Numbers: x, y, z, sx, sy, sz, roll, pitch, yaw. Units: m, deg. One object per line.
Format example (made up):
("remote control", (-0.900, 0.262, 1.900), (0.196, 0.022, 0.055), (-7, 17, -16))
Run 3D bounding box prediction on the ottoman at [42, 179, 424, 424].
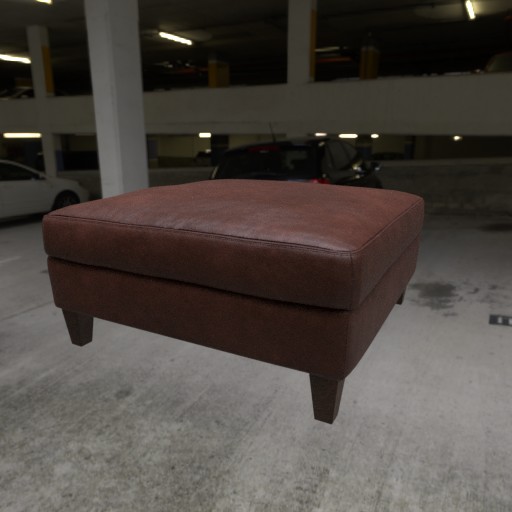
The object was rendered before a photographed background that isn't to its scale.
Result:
("ottoman", (0.000, 0.000, 1.317), (0.836, 0.415, 0.844), (8, 18, 27))
